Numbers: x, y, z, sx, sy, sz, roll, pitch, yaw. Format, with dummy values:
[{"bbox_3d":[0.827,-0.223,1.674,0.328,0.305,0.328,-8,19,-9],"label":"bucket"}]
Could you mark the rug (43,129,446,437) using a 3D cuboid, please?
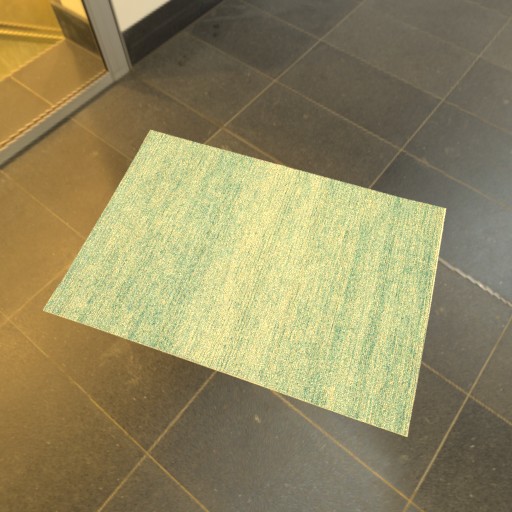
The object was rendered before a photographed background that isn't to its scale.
[{"bbox_3d":[0.000,0.000,2.950,2.305,0.029,1.593,17,63,9],"label":"rug"}]
